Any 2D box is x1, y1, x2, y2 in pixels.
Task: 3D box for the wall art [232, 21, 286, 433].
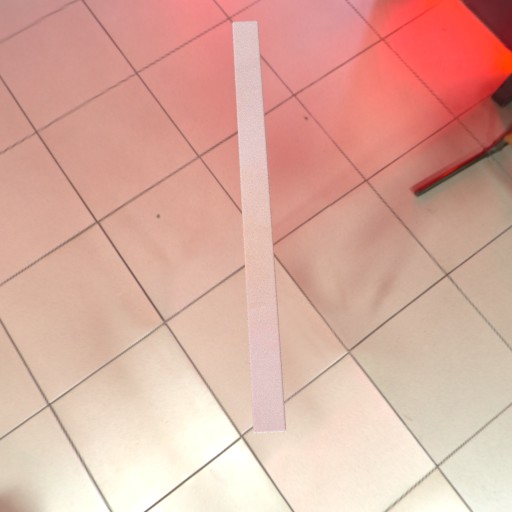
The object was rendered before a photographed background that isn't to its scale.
[{"bbox_3d":[0.000,0.000,1.597,0.071,1.061,1.061,-3,75,-1],"label":"wall art"}]
